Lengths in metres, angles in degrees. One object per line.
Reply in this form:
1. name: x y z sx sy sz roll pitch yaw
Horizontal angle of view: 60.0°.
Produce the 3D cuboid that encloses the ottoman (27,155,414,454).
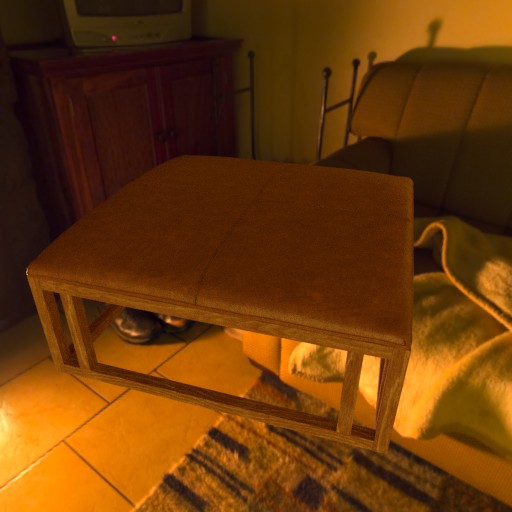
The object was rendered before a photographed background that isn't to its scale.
1. ottoman: 0.000 0.000 1.570 1.016 0.442 1.013 9 32 15
